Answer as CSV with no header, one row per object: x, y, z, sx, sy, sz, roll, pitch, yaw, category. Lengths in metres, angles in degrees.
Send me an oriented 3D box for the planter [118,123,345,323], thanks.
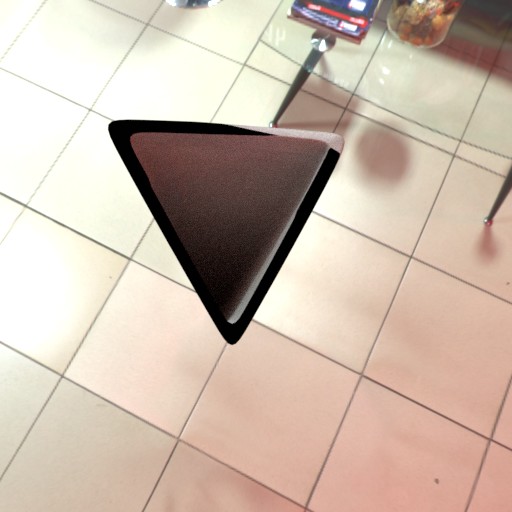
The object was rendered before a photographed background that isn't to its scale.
0.000,0.000,0.157,0.047,0.130,0.058,-30,77,-8,planter
